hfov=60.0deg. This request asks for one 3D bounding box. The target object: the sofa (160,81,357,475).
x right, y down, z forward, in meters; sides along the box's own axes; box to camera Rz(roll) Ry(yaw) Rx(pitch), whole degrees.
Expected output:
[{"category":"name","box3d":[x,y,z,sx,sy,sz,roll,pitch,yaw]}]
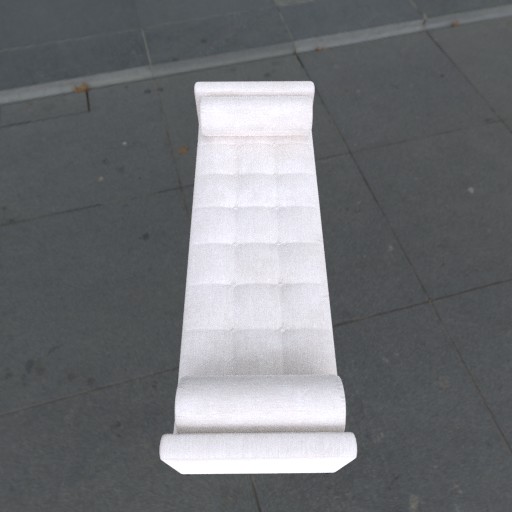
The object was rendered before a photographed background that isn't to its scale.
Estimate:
[{"category":"sofa","box3d":[0.000,0.000,2.277,0.686,0.635,1.981,0,59,0]}]
